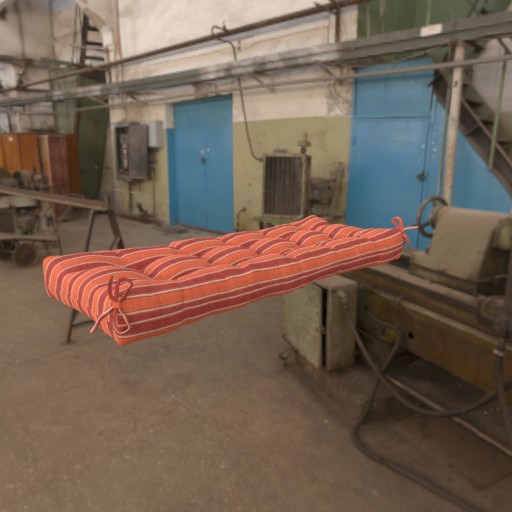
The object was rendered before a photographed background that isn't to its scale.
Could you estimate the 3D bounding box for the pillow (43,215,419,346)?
[{"bbox_3d":[0.000,0.000,1.376,1.194,0.174,0.511,-13,19,-41],"label":"pillow"}]
